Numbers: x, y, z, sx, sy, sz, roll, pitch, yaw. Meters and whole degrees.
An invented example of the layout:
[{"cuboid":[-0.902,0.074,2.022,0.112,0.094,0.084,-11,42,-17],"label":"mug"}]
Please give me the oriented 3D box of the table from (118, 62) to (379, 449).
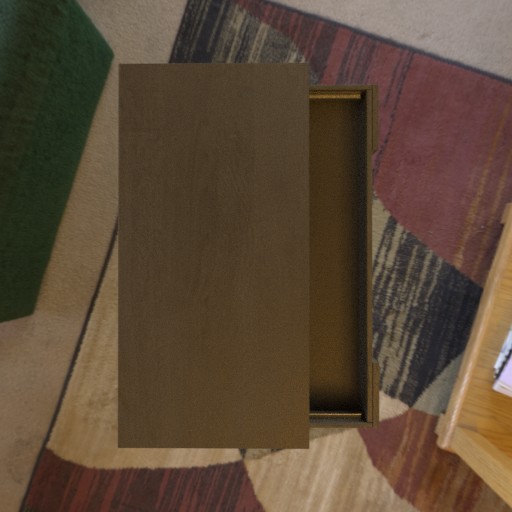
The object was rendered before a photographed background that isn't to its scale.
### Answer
[{"cuboid":[0.000,0.000,1.432,0.711,0.570,1.000,0,90,1],"label":"table"}]
